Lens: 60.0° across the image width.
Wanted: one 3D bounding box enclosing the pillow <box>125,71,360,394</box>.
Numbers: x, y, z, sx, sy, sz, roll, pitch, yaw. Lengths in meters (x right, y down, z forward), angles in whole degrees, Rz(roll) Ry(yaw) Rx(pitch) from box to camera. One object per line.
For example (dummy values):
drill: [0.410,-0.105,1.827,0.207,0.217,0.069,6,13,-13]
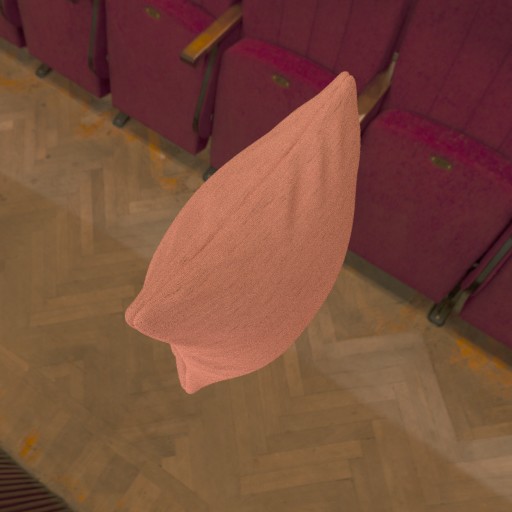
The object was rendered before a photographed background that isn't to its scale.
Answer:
pillow: [0.000,0.000,0.694,0.246,0.415,0.432,33,69,15]
